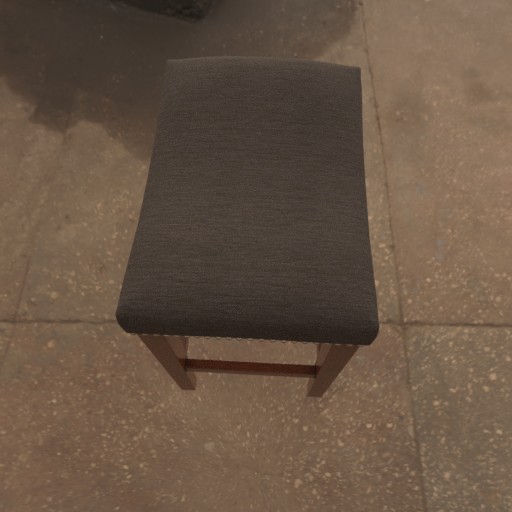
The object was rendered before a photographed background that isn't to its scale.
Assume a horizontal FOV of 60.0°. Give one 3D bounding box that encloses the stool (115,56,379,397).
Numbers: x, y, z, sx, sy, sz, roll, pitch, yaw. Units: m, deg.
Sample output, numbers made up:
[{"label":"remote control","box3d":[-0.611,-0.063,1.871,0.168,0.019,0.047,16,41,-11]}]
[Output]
[{"label":"stool","box3d":[0.000,0.000,0.965,0.372,0.654,0.504,3,64,1]}]
